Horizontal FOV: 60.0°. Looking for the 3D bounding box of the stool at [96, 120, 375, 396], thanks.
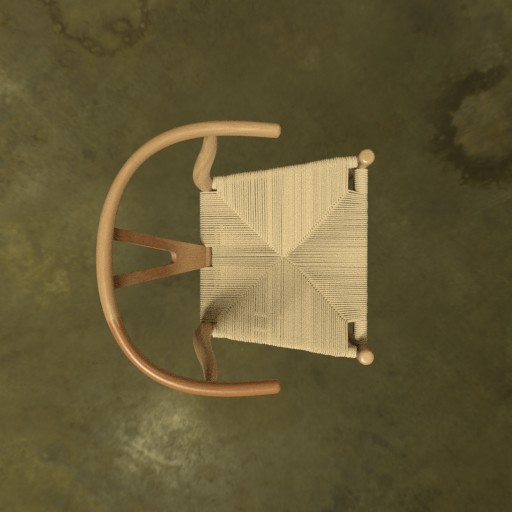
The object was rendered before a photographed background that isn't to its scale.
[{"bbox_3d":[0.000,0.000,1.264,0.575,0.923,0.536,0,91,1],"label":"stool"}]
